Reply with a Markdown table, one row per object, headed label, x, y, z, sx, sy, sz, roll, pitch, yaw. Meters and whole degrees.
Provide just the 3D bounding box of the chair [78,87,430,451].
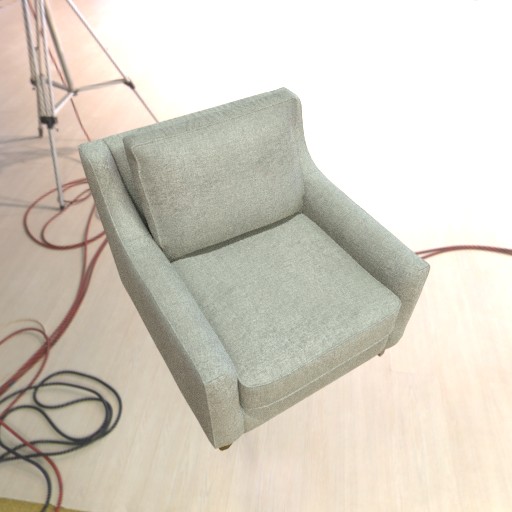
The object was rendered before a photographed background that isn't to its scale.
| label | x | y | z | sx | sy | sz | roll | pitch | yaw |
| --- | --- | --- | --- | --- | --- | --- | --- | --- | --- |
| chair | 0.000 | 0.000 | 1.571 | 0.838 | 0.864 | 0.918 | -24 | 50 | -21 |
